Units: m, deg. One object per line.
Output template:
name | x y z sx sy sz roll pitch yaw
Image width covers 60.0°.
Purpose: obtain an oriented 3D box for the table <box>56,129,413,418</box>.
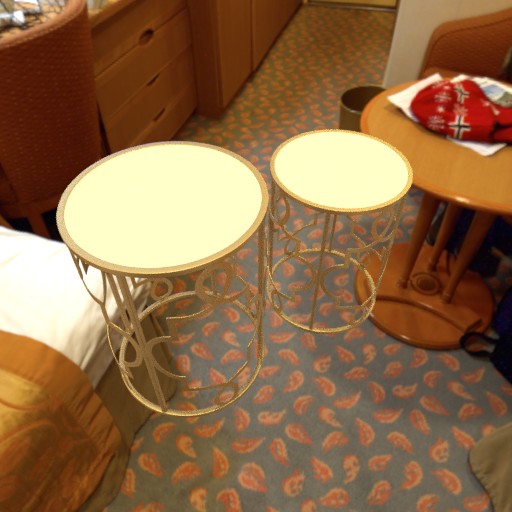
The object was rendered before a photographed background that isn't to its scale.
table | 0.000 0.000 1.176 0.846 0.564 0.420 -22 50 -20
